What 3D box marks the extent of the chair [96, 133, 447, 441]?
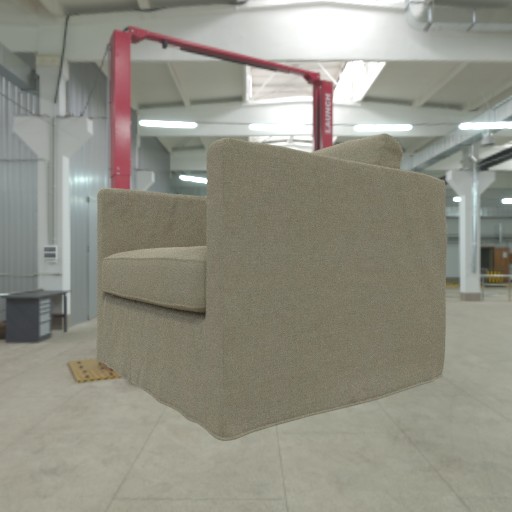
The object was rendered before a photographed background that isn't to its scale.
[{"bbox_3d":[0.000,0.000,1.704,0.949,0.863,1.057,0,0,-36],"label":"chair"}]
